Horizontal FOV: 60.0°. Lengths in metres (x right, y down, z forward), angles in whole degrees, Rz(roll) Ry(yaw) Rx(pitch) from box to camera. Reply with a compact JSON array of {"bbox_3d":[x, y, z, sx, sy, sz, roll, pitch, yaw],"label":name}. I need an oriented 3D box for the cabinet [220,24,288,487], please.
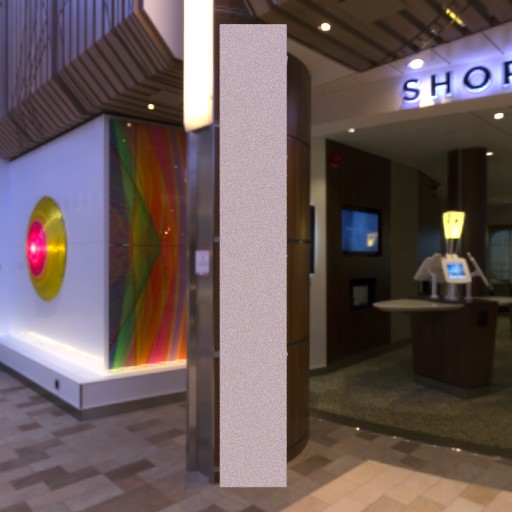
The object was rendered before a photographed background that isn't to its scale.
[{"bbox_3d":[0.000,0.000,1.821,0.255,1.630,0.520,0,0,0],"label":"cabinet"}]
